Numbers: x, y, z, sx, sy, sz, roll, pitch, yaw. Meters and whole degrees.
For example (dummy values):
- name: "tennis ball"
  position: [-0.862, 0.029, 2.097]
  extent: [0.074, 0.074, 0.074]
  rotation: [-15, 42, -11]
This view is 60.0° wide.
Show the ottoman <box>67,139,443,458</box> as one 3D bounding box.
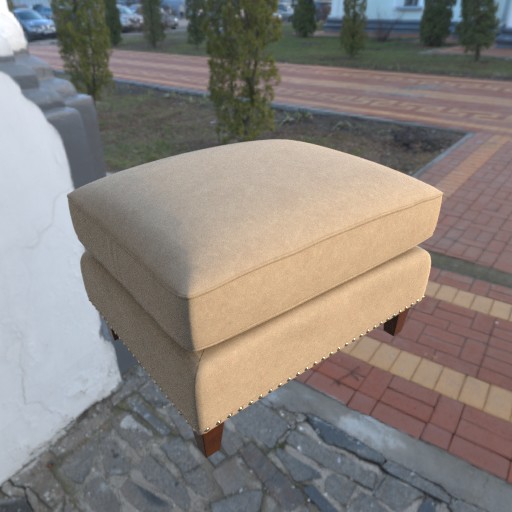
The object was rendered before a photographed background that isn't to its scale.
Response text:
- name: "ottoman"
  position: [0.000, 0.000, 1.158]
  extent: [0.741, 0.513, 0.584]
  rotation: [-21, 36, -33]
